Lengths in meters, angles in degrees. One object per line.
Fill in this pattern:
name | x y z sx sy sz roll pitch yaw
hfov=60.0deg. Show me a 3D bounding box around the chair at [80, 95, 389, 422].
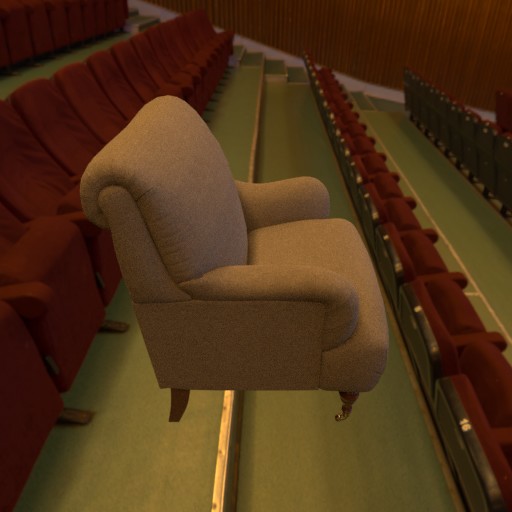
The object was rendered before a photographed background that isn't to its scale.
chair | 0.000 0.000 1.539 0.843 0.942 0.766 1 32 1
